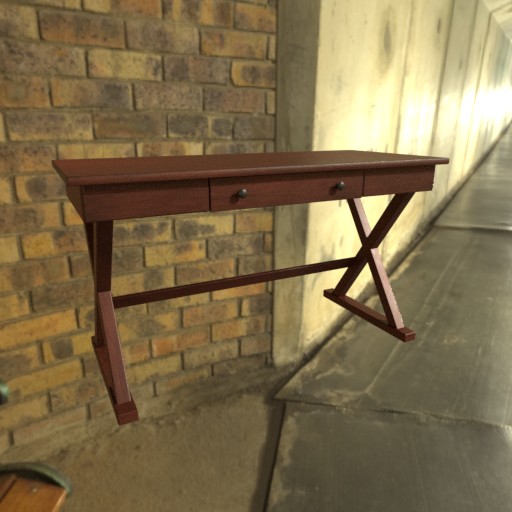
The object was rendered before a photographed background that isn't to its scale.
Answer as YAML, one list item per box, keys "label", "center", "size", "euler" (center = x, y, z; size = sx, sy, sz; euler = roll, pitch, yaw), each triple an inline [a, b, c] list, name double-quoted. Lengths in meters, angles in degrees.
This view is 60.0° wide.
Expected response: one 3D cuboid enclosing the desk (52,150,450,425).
- label: "desk"
  center: [0.000, 0.000, 1.773]
  size: [1.372, 0.761, 0.600]
  euler: [-8, 19, -26]
